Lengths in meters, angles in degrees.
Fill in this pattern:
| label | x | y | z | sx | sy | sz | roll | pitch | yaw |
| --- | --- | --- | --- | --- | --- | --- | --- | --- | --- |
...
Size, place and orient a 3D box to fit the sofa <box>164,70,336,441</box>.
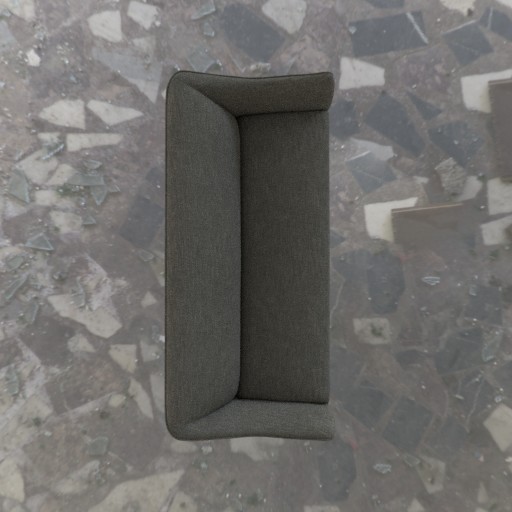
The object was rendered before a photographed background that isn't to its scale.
| label | x | y | z | sx | sy | sz | roll | pitch | yaw |
| --- | --- | --- | --- | --- | --- | --- | --- | --- | --- |
| sofa | 0.000 | 0.000 | 2.502 | 0.867 | 0.829 | 1.928 | 0 | 89 | 1 |
